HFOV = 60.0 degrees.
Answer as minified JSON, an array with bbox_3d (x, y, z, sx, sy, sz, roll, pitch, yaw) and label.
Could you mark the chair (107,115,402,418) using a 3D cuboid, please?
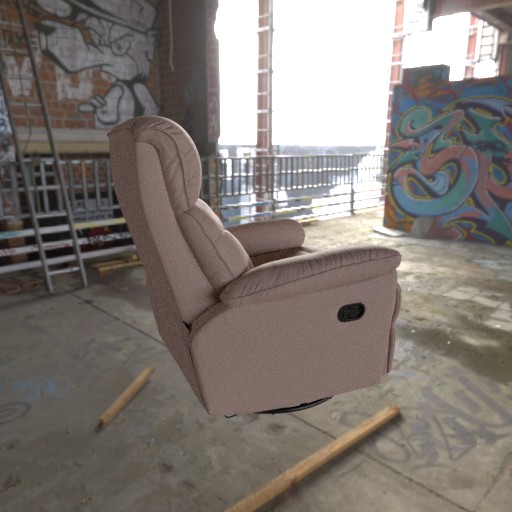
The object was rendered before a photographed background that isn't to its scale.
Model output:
[{"bbox_3d":[0.000,0.000,1.762,1.004,1.037,0.820,-6,15,-24],"label":"chair"}]
